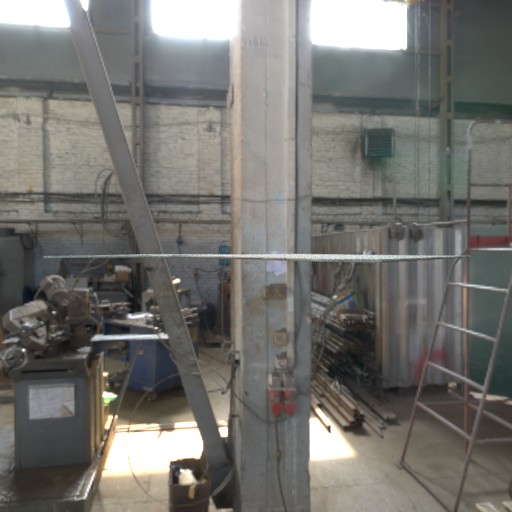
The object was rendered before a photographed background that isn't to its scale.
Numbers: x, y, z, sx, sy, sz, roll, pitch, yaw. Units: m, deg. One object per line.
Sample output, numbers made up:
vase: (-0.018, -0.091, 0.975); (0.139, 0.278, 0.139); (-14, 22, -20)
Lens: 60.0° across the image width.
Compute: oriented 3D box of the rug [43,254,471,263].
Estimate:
rug: (0.000, 0.000, 2.856); (2.260, 0.026, 1.611); (0, 1, 36)
